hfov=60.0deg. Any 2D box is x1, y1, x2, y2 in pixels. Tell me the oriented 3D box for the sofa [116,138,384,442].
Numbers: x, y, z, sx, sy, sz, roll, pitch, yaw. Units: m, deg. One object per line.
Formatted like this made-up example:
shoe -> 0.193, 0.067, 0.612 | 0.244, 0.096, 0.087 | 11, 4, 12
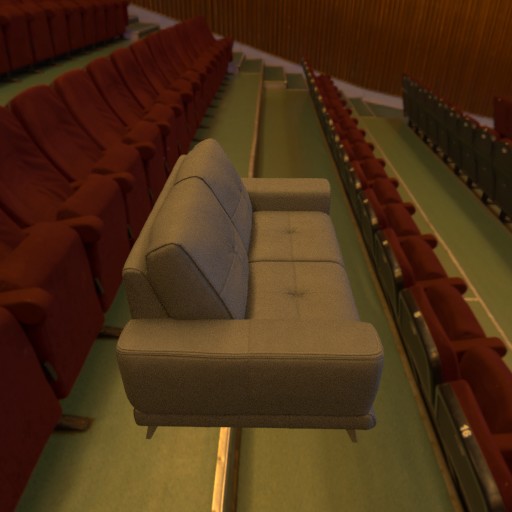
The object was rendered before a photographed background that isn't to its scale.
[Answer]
sofa -> 0.000, 0.000, 2.406 | 1.018, 0.907, 1.806 | 1, 31, 1
